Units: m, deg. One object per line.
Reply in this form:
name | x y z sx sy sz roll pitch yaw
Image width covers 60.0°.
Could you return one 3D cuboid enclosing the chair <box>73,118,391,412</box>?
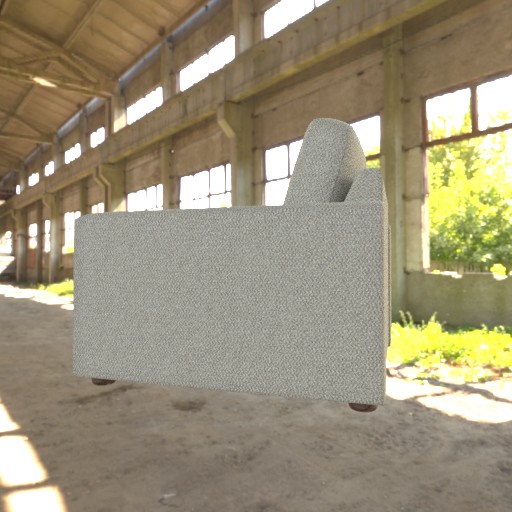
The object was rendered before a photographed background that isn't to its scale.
chair | 0.000 0.000 1.770 1.016 0.873 1.005 0 -1 18
